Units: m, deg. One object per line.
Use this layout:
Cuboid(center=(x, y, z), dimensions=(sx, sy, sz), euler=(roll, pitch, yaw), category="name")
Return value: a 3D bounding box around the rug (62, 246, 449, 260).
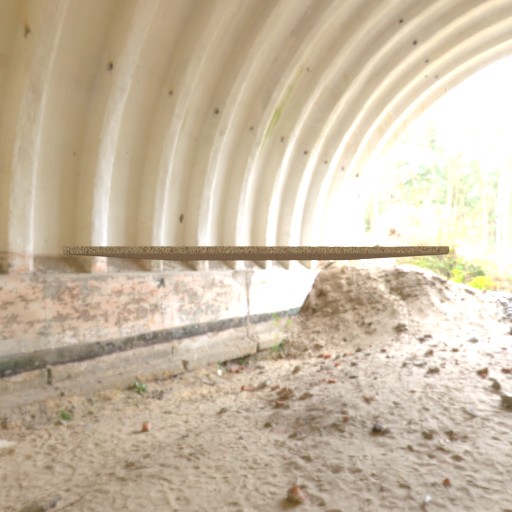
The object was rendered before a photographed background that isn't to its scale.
Cuboid(center=(0.000, 0.000, 2.147), dimensions=(1.199, 0.025, 1.600), euler=(0, -1, 0), category="rug")
